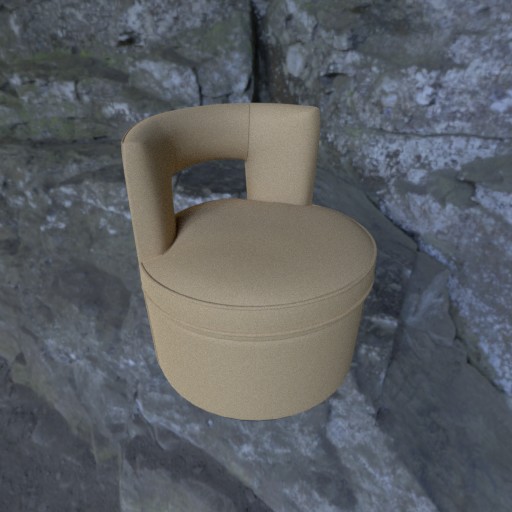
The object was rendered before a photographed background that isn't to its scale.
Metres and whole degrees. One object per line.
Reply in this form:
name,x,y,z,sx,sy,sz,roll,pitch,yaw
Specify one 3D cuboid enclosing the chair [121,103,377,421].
chair,0.000,0.000,1.257,0.650,0.723,0.665,-21,36,-32
